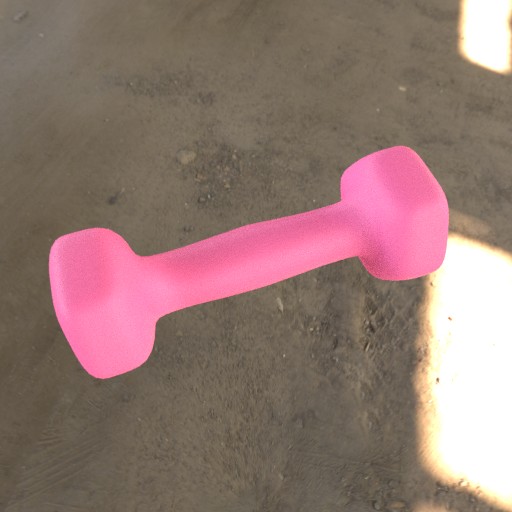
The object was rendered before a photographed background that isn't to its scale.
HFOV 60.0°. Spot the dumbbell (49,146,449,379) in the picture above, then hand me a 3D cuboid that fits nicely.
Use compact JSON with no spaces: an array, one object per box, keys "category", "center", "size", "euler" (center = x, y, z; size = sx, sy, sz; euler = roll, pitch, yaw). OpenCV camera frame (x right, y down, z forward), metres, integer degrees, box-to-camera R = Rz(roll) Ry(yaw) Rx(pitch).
[{"category":"dumbbell","center":[0.000,0.000,0.174],"size":[0.146,0.053,0.058],"euler":[-16,61,-9]}]
